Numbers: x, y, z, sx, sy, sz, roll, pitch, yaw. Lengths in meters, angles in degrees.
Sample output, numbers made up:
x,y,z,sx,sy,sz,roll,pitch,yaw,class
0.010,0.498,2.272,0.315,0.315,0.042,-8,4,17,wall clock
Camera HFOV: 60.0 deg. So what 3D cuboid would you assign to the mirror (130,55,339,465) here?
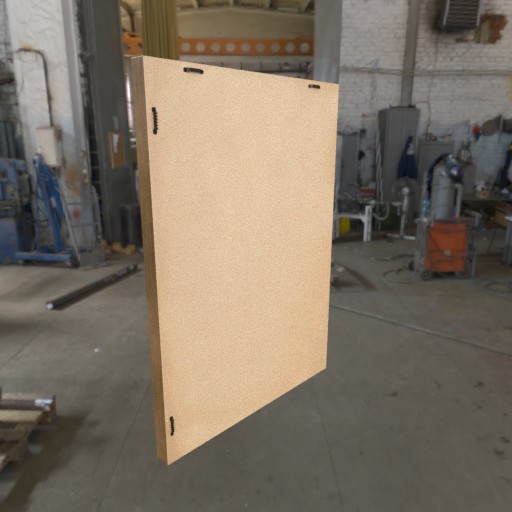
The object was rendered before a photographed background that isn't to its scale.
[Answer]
x,y,z,sx,sy,sz,roll,pitch,yaw,class
0.000,0.000,0.925,0.040,0.710,0.507,14,20,42,mirror
